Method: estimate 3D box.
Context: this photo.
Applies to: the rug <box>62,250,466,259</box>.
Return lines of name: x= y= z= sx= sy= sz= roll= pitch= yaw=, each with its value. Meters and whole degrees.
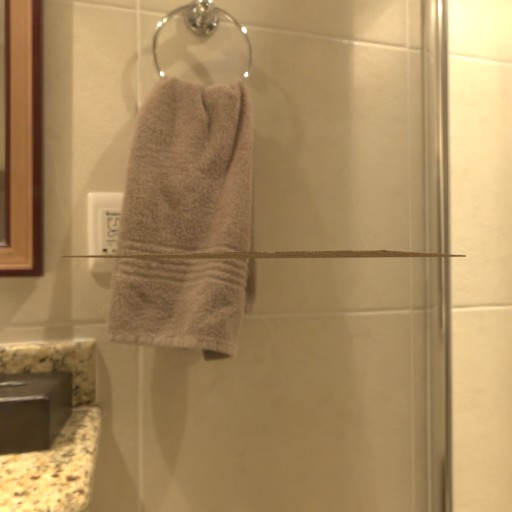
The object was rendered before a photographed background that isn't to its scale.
rug: x=0.000 y=0.000 z=3.131 sx=2.436 sy=0.015 sz=1.521 roll=-1 pitch=-1 yaw=37
